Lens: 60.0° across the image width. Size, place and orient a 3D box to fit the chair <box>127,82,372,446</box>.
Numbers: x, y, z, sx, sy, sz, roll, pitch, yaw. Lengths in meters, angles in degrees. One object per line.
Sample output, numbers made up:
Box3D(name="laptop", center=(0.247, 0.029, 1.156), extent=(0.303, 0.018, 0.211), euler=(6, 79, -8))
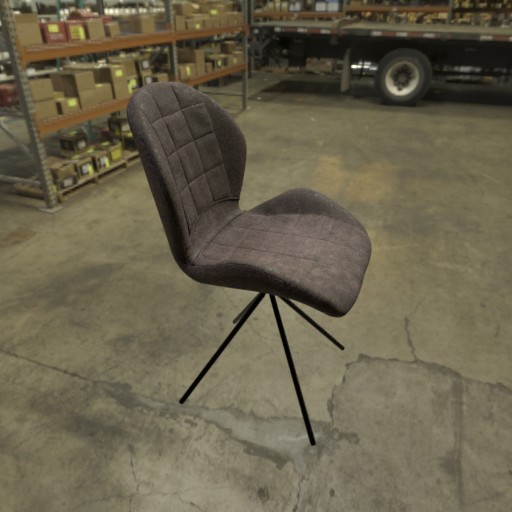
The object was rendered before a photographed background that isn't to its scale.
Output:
Box3D(name="chair", center=(0.000, 0.000, 1.313), extent=(0.640, 0.934, 0.527), euler=(11, 32, 18))
